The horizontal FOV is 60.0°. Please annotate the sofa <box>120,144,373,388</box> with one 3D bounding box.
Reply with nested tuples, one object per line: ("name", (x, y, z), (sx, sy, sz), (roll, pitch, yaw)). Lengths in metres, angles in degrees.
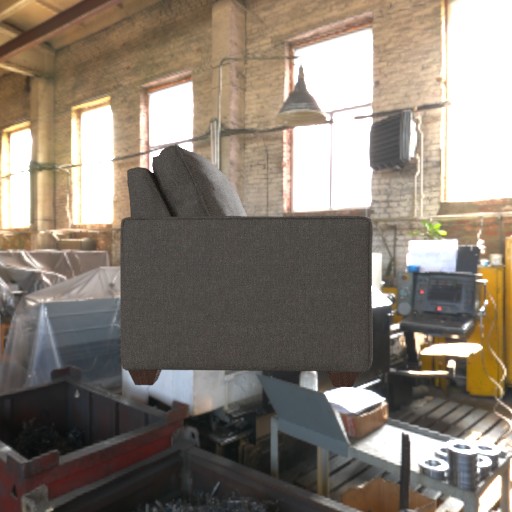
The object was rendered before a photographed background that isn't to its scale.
("sofa", (0.000, 0.000, 2.580), (0.940, 0.919, 2.080), (0, 1, 2))
